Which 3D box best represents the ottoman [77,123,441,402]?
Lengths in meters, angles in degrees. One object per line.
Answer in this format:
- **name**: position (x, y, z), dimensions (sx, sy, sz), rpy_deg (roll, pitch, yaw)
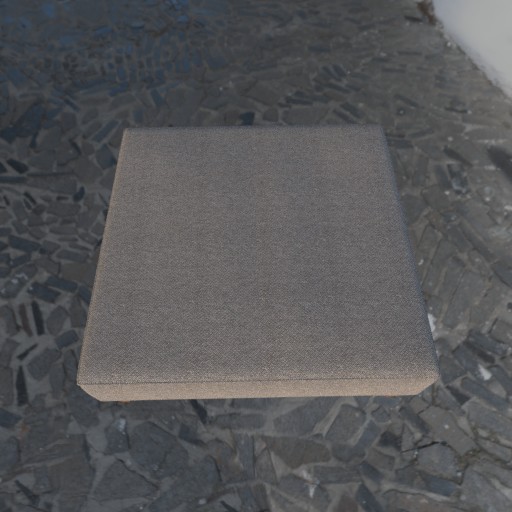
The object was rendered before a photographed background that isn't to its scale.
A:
- **ottoman**: position (0.000, 0.000, 1.545), dimensions (0.981, 0.378, 0.970), rpy_deg (-1, 59, -1)
